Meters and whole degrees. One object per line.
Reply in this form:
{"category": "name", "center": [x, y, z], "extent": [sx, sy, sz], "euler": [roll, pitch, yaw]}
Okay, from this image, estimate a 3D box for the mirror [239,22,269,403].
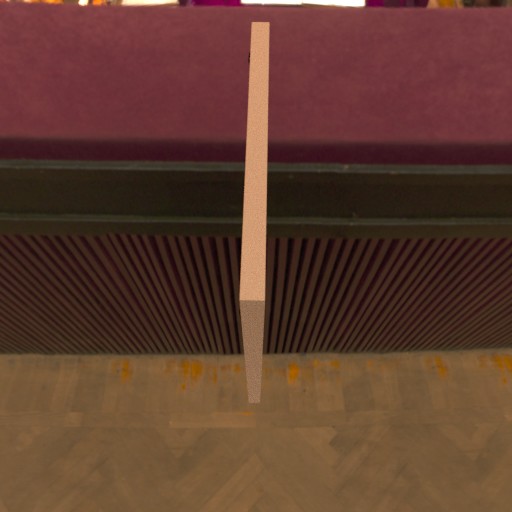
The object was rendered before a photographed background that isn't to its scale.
{"category": "mirror", "center": [0.000, 0.000, 1.177], "extent": [0.041, 0.915, 0.609], "euler": [1, 63, 1]}
